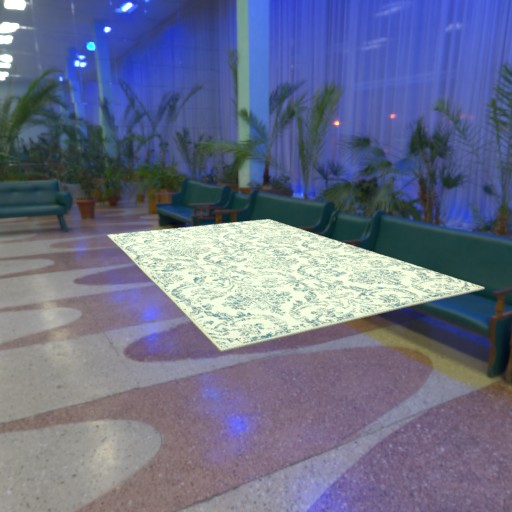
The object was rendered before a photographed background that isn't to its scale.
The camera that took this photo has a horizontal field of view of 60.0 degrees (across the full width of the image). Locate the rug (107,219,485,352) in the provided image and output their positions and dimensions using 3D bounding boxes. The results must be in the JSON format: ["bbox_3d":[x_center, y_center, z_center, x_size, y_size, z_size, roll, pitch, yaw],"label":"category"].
[{"bbox_3d":[0.000,0.000,3.554,1.819,0.018,2.746,-8,17,-27],"label":"rug"}]
